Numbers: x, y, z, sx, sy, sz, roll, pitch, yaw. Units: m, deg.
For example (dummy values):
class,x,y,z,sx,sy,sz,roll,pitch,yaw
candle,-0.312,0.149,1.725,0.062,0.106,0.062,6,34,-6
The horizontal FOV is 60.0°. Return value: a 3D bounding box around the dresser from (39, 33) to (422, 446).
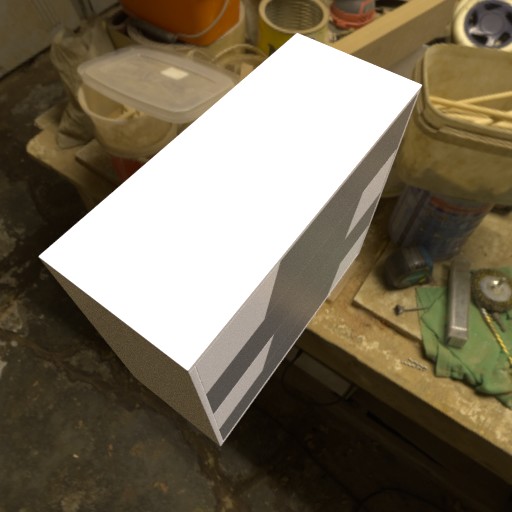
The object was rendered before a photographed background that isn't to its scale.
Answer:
class,x,y,z,sx,sy,sz,roll,pitch,yaw
dresser,0.000,0.000,1.623,0.460,1.000,1.100,32,64,18
